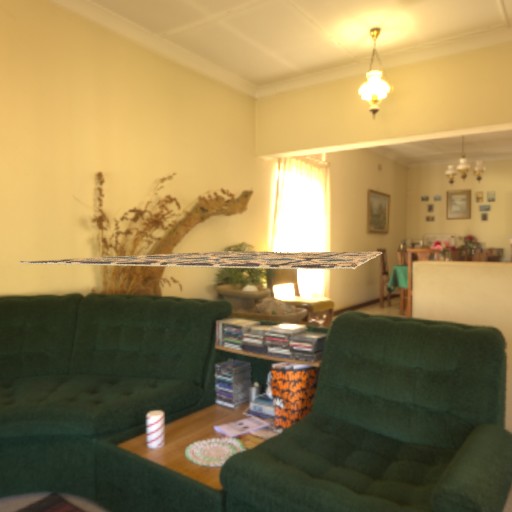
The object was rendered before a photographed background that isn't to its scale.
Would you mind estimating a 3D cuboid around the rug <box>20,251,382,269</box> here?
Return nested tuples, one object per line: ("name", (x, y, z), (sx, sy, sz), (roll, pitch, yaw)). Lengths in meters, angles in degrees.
("rug", (0.000, 0.000, 2.079), (1.072, 0.013, 1.698), (1, 2, 18))
